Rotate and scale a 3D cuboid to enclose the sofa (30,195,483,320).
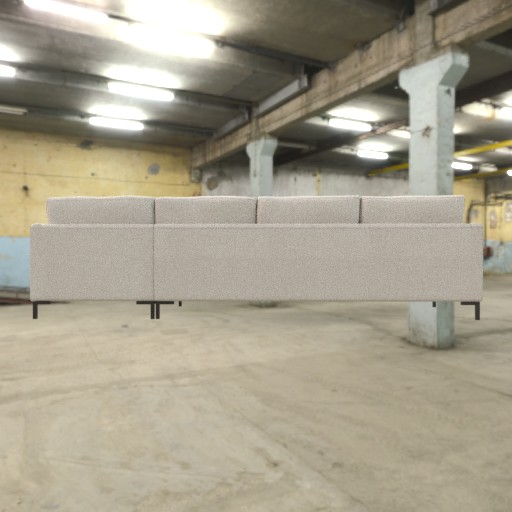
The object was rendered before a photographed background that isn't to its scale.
[{"bbox_3d":[0.000,0.000,2.893,2.445,0.677,1.126,0,0,1],"label":"sofa"}]
